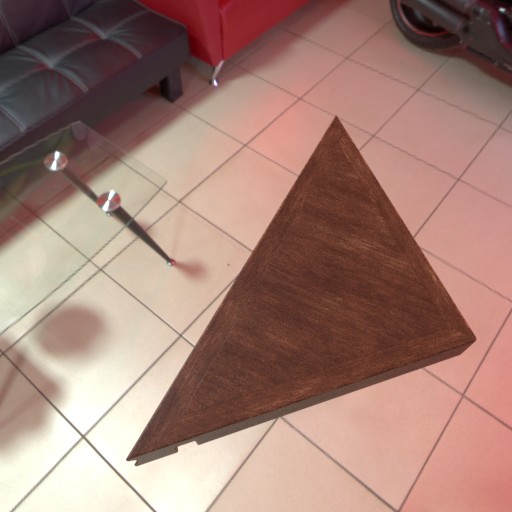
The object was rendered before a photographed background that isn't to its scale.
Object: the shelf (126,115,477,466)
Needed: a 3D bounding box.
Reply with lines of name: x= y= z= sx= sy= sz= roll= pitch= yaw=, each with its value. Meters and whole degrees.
shelf: x=0.000 y=0.000 z=0.436 sx=0.296 sy=0.035 sz=0.296 roll=-15 pitch=59 yaw=-10
